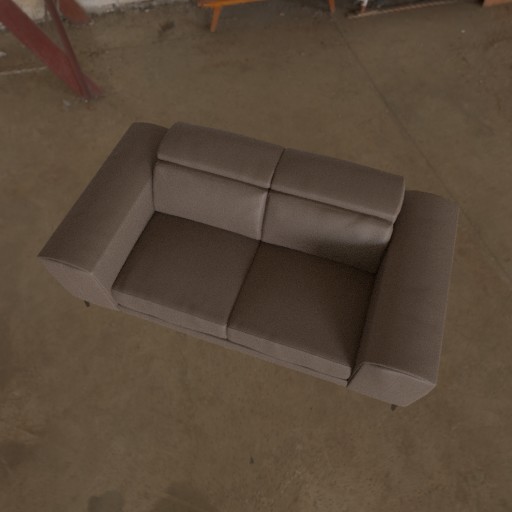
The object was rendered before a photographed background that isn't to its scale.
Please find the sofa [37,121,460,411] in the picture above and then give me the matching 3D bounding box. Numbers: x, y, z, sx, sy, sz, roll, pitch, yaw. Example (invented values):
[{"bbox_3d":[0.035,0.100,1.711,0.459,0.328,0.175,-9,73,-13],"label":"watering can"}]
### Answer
[{"bbox_3d":[0.000,0.000,2.374,1.895,0.779,1.003,16,60,10],"label":"sofa"}]
